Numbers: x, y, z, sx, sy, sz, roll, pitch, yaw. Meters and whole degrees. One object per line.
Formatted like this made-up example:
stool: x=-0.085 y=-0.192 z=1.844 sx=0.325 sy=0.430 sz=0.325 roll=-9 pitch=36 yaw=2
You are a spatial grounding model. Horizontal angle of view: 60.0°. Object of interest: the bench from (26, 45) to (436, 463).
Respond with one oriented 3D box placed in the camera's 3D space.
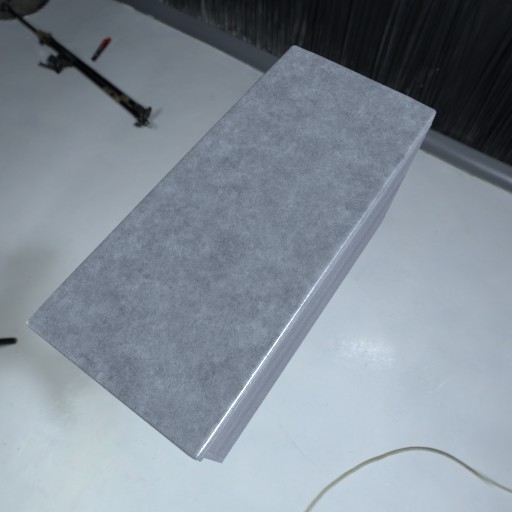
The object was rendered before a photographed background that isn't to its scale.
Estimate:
bench: x=0.000 y=0.000 z=1.136 sx=0.401 sy=0.501 sz=0.905 roll=32 pitch=68 yaw=15
